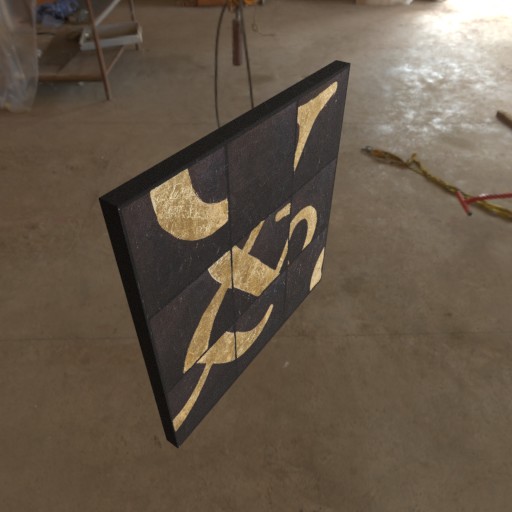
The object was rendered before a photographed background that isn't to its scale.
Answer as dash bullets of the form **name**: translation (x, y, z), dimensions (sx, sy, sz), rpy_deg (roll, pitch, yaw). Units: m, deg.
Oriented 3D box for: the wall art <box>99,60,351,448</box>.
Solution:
- **wall art**: translation (0.000, 0.000, 1.133), dimensions (0.044, 0.758, 0.758), rpy_deg (25, 47, 26)
